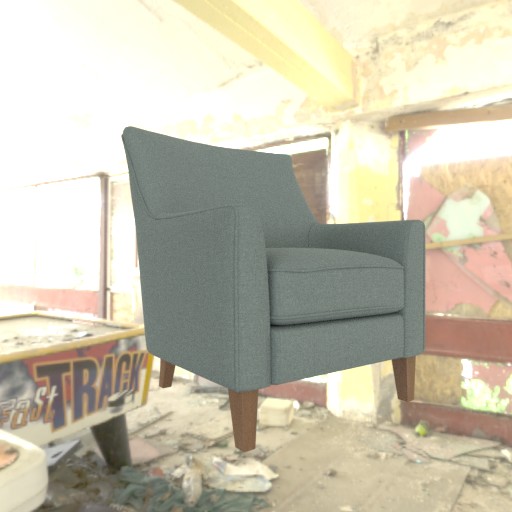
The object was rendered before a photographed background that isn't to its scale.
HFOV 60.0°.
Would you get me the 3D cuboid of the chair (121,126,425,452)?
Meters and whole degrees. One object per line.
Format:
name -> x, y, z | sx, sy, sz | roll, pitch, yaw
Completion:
chair -> 0.000, 0.000, 1.544 | 0.756, 0.916, 0.879 | 0, 0, -36
